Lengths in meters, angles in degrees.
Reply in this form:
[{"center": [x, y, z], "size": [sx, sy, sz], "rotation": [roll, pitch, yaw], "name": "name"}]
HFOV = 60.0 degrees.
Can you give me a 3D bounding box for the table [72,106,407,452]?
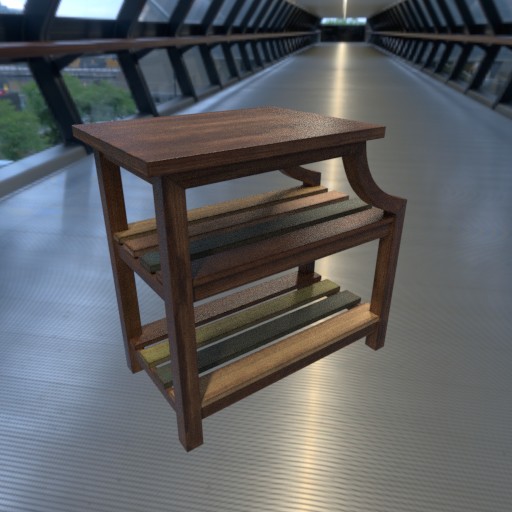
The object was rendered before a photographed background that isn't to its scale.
[{"center": [0.000, 0.000, 1.000], "size": [0.609, 0.584, 0.356], "rotation": [-17, 31, -32], "name": "table"}]
